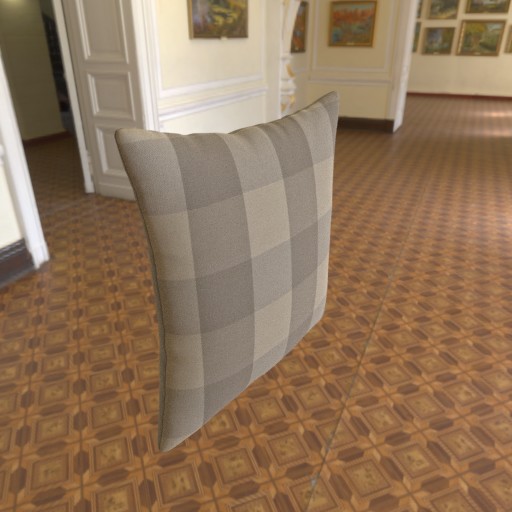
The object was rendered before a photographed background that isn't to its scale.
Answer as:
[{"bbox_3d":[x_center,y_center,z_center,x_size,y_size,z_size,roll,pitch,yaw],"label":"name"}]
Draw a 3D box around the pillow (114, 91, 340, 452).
[{"bbox_3d":[0.000,0.000,0.782,0.161,0.509,0.511,19,32,33],"label":"pillow"}]
